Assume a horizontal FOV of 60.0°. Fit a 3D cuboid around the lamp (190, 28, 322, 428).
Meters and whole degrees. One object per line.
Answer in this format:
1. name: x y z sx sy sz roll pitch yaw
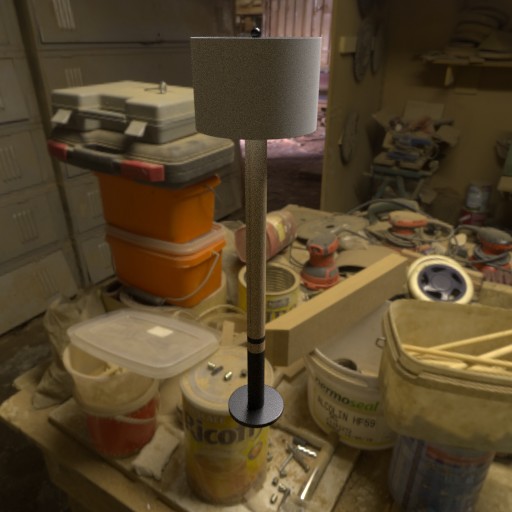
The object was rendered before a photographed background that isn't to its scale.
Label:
1. lamp: 0.000 0.000 1.615 0.381 1.478 0.381 16 31 29
